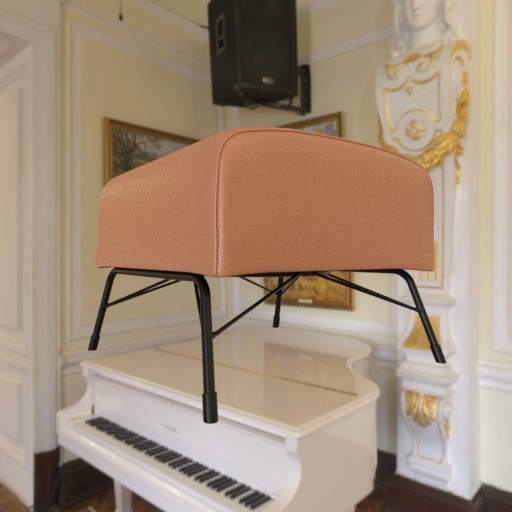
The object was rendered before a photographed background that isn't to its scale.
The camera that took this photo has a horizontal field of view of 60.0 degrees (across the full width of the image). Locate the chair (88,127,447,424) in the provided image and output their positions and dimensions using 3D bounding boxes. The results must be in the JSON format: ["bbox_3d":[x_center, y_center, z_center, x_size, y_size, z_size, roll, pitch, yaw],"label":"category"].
[{"bbox_3d":[0.000,0.000,0.910,0.530,0.410,0.530,0,0,-36],"label":"chair"}]
